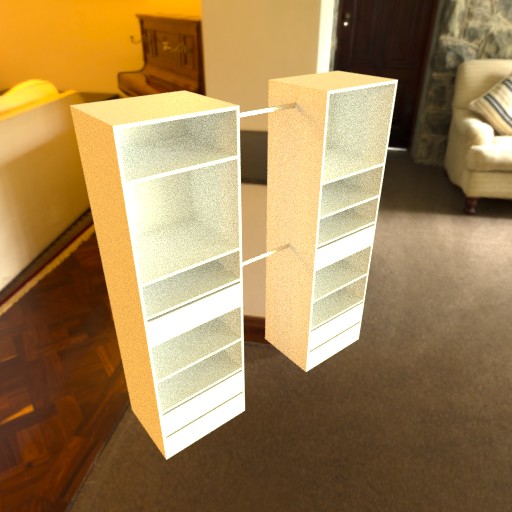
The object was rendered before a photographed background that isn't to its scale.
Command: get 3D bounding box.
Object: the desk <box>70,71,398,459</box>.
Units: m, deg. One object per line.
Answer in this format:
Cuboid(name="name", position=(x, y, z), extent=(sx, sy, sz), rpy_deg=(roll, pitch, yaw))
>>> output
Cuboid(name="desk", position=(0.000, 0.000, 2.823), extent=(1.770, 2.000, 0.480), rpy_deg=(-22, 37, -32))
